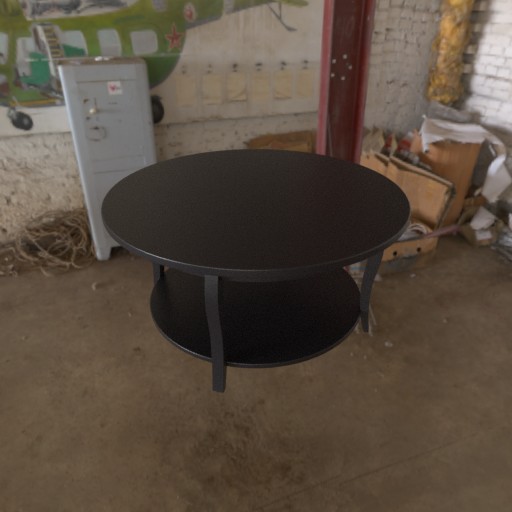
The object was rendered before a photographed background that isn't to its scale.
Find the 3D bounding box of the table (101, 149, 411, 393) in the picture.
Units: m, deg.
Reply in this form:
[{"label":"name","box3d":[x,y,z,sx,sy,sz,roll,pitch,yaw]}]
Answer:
[{"label":"table","box3d":[0.000,0.000,1.479,0.914,0.457,0.914,0,30,0]}]
